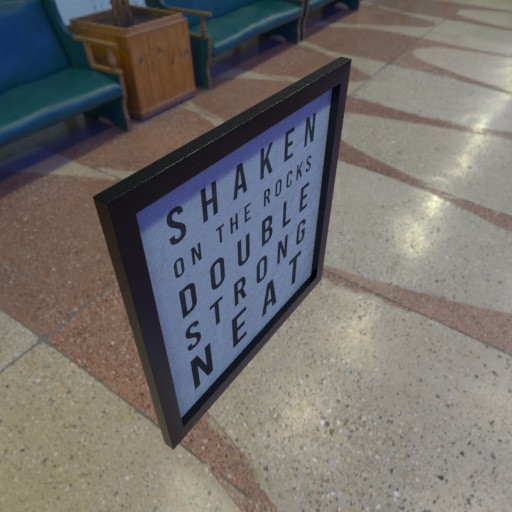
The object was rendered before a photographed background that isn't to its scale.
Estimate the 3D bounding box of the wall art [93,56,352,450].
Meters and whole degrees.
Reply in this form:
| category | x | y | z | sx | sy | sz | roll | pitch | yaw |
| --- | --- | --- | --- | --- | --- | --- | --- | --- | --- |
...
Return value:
| category | x | y | z | sx | sy | sz | roll | pitch | yaw |
| --- | --- | --- | --- | --- | --- | --- | --- | --- | --- |
| wall art | 0.000 | 0.000 | 0.512 | 0.014 | 0.349 | 0.349 | 26 | 48 | 26 |
